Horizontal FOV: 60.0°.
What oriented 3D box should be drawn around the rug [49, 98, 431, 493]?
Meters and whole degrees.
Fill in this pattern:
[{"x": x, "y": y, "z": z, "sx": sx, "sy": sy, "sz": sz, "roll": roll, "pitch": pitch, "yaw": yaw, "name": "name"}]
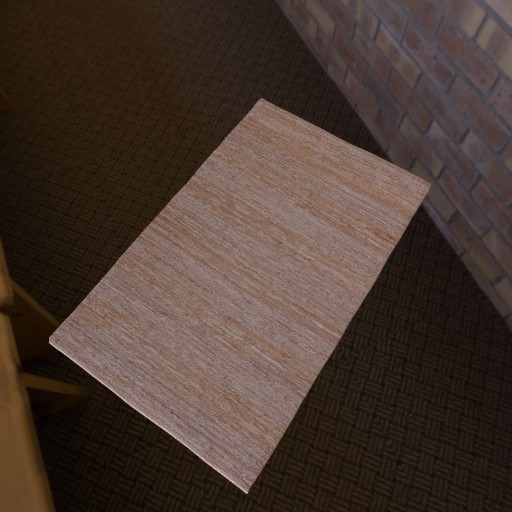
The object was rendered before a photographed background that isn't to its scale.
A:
[{"x": 0.000, "y": 0.000, "z": 3.033, "sx": 1.529, "sy": 0.009, "sz": 2.446, "roll": 31, "pitch": 68, "yaw": 14, "name": "rug"}]
